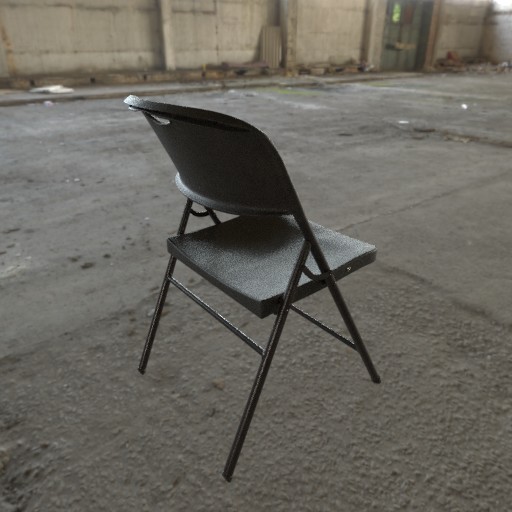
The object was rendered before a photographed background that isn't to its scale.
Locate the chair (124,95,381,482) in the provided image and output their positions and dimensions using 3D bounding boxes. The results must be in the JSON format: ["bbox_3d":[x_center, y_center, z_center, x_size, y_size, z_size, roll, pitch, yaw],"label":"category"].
[{"bbox_3d":[0.000,0.000,1.158,0.567,0.810,0.494,-18,31,-33],"label":"chair"}]
